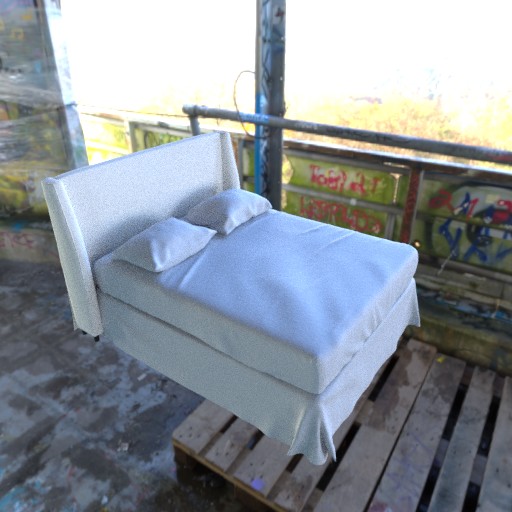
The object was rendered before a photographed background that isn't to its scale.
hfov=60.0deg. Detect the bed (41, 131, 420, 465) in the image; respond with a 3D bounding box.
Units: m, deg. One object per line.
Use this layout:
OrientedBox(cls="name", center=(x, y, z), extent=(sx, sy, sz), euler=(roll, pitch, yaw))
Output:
OrientedBox(cls="bed", center=(0.000, 0.000, 3.415), extent=(2.276, 1.332, 1.925), euler=(19, 33, 31))
